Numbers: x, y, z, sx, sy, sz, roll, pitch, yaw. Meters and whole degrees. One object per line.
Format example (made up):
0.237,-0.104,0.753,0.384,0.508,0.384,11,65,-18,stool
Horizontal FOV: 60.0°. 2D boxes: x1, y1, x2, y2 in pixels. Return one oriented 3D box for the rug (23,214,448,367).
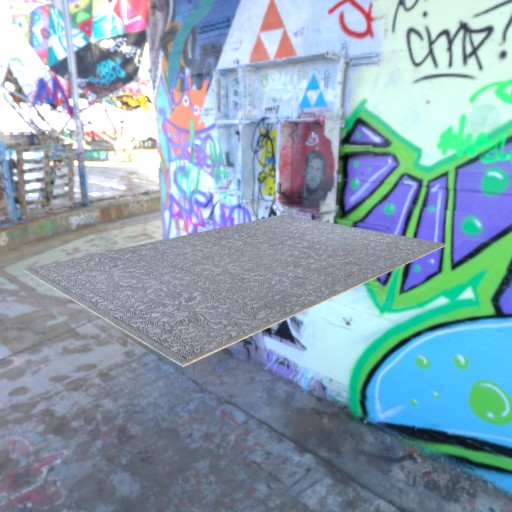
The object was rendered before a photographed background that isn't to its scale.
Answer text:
0.000,0.000,2.266,1.221,0.006,1.827,16,22,42,rug
